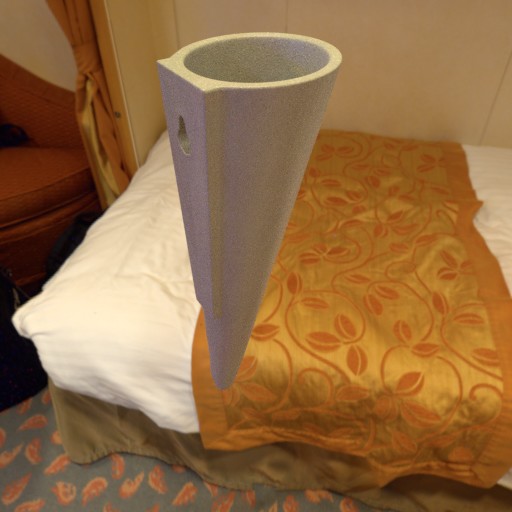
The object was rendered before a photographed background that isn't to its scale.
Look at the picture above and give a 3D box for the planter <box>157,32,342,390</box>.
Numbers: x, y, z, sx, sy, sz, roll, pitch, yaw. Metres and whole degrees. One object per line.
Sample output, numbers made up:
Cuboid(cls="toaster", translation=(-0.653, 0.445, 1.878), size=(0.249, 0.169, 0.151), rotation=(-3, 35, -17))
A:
Cuboid(cls="planter", translation=(0.000, 0.000, 0.222), size=(0.064, 0.191, 0.057), rotation=(-25, 47, -25))
